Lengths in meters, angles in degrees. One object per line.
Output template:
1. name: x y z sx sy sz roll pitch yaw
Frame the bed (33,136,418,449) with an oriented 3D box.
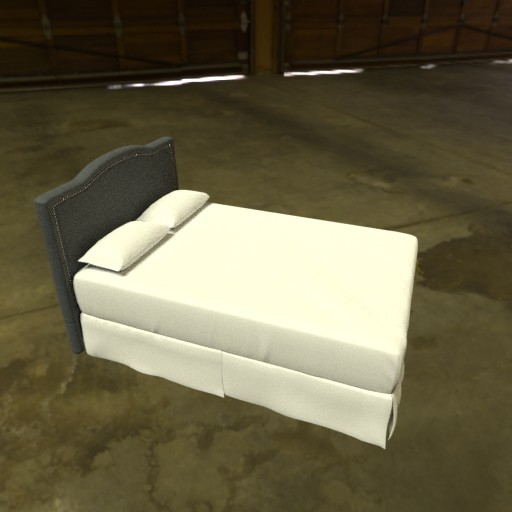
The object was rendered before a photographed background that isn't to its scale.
1. bed: 0.000 0.000 3.517 2.507 1.441 1.747 11 32 18
